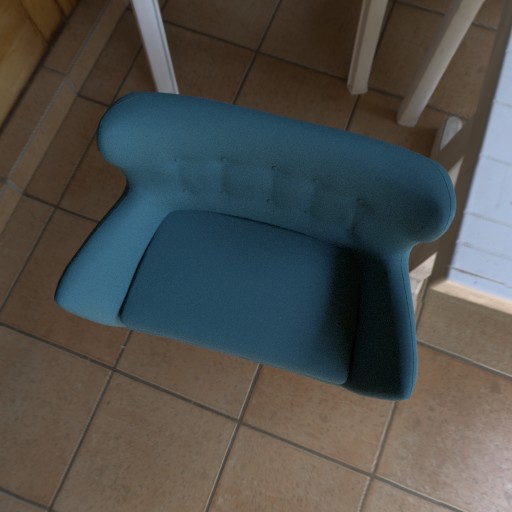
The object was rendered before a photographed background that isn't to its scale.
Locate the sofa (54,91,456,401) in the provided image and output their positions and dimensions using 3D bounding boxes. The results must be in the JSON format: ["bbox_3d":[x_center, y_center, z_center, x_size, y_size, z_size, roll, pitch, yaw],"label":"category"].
[{"bbox_3d":[0.000,0.000,1.903,1.397,0.889,0.889,14,75,4],"label":"sofa"}]
